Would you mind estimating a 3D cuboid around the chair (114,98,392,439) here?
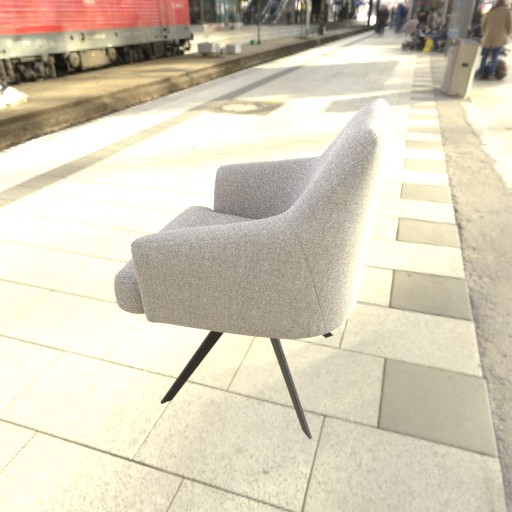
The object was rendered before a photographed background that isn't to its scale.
[{"bbox_3d":[0.000,0.000,1.333,0.677,0.874,0.642,8,30,14],"label":"chair"}]
